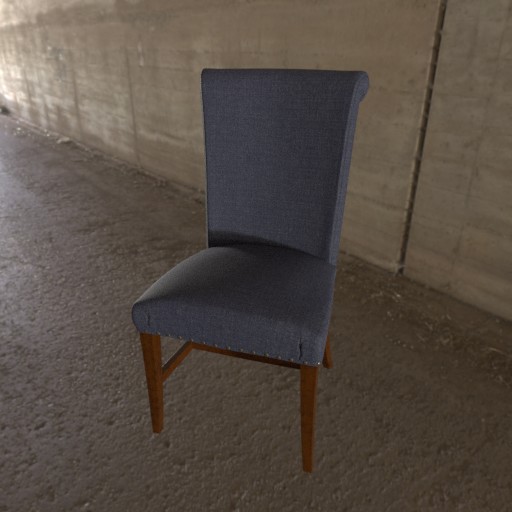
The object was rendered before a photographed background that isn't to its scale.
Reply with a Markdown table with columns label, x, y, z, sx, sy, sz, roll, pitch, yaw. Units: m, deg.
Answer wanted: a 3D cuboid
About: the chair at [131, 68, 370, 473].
| label | x | y | z | sx | sy | sz | roll | pitch | yaw |
| --- | --- | --- | --- | --- | --- | --- | --- | --- | --- |
| chair | 0.000 | 0.000 | 1.298 | 0.513 | 0.988 | 0.608 | 8 | 27 | 15 |
